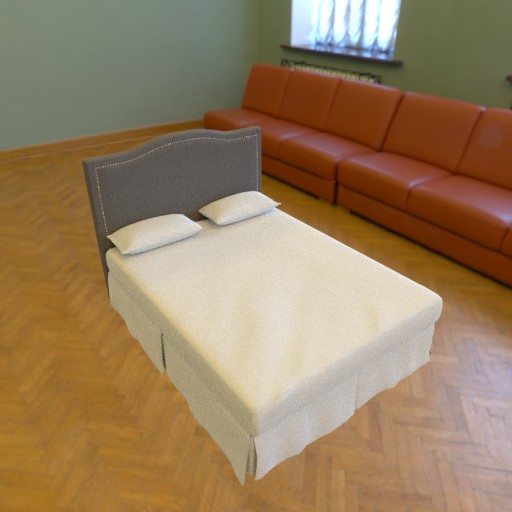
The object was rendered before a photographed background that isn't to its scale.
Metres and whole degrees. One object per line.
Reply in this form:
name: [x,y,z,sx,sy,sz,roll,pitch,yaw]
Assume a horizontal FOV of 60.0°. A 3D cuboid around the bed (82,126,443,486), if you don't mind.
bed: [0.000,0.000,3.415,1.821,1.436,2.282,-21,37,-31]
